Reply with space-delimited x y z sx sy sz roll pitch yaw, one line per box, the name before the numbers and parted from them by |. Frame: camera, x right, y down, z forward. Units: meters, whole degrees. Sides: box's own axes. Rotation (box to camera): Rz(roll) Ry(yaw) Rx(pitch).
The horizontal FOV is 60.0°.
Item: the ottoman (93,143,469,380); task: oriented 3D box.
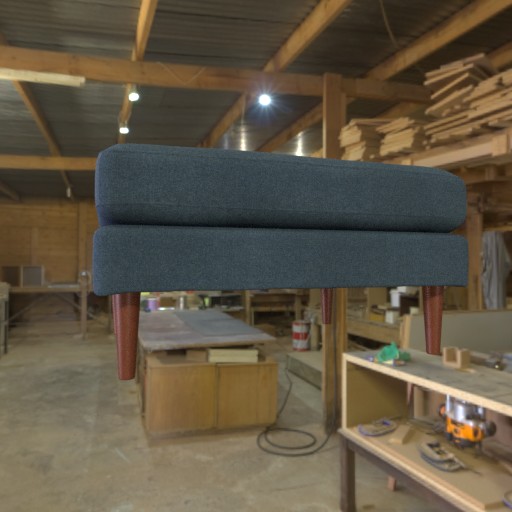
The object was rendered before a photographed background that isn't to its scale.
ottoman | 0.000 0.000 1.212 0.821 0.474 0.693 0 -1 -19
